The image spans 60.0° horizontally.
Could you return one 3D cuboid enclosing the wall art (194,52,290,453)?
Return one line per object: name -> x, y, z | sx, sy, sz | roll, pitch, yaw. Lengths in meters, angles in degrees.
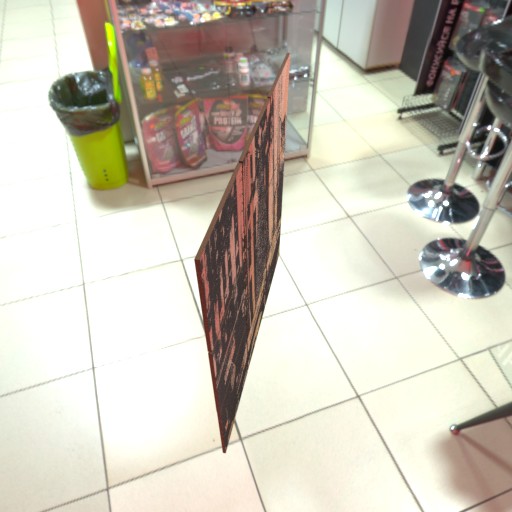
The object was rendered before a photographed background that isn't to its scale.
wall art -> 0.000, 0.000, 2.350 | 0.017, 1.521, 1.527 | 9, 47, 9
